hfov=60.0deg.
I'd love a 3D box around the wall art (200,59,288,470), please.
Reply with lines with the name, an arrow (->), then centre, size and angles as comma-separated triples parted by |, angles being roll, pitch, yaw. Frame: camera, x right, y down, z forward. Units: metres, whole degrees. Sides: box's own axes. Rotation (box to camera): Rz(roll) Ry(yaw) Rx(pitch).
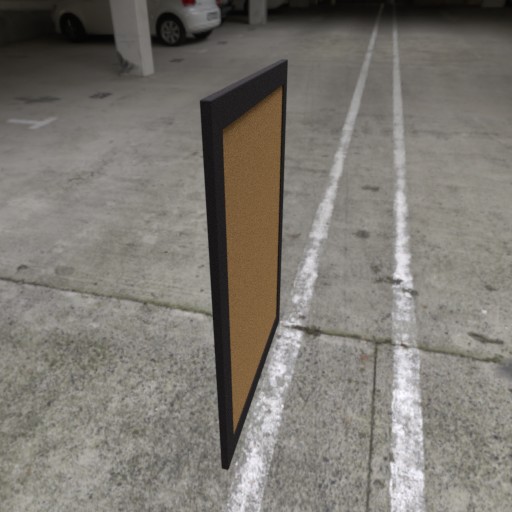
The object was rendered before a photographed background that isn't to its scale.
wall art -> 0.000, 0.000, 0.691 | 0.012, 0.529, 0.374 | 7, 30, 12
